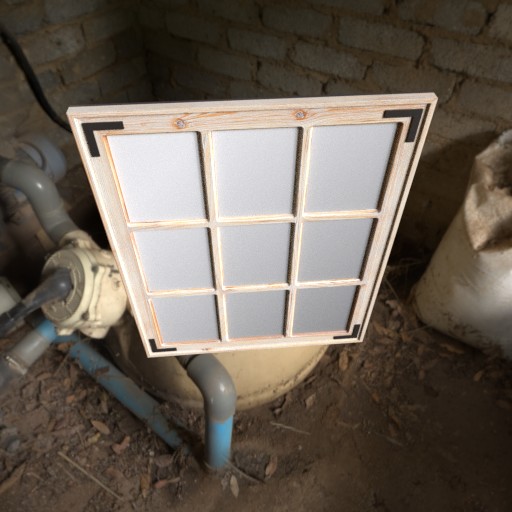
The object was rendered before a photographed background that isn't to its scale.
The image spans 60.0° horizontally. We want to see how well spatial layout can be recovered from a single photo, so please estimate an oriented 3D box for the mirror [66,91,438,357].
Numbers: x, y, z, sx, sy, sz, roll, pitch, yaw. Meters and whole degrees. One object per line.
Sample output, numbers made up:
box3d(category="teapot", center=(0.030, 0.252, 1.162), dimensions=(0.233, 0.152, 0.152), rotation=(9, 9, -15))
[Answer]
box3d(category="mirror", center=(0.000, 0.000, 1.196), dimensions=(0.730, 0.882, 0.032), rotation=(-3, 46, -3))
